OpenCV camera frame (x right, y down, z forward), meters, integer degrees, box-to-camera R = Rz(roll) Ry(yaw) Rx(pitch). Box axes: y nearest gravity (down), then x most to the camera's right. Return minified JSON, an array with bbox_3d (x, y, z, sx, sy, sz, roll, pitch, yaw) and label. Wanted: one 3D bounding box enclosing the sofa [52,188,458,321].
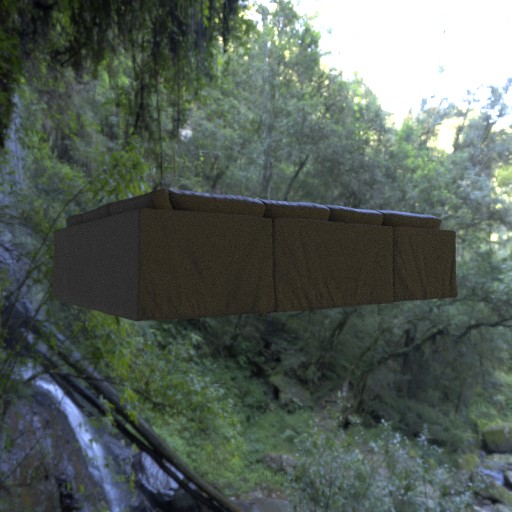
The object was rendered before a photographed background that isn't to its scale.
[{"bbox_3d":[0.000,0.000,4.624,3.528,0.878,2.476,1,-1,-36],"label":"sofa"}]
